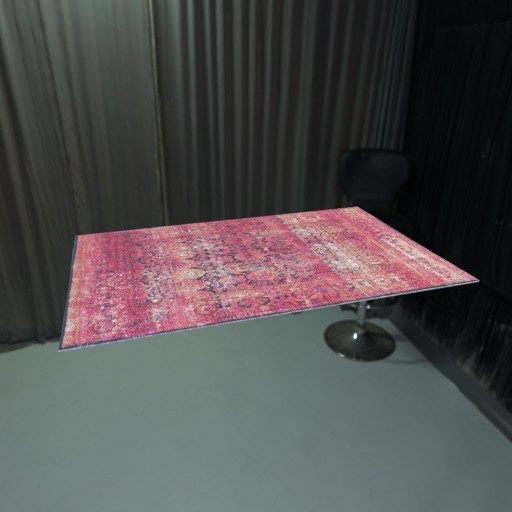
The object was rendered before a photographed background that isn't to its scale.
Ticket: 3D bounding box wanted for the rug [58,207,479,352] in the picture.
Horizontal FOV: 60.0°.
[{"bbox_3d":[0.000,0.000,3.090,2.449,0.018,1.539,-7,25,-16],"label":"rug"}]
